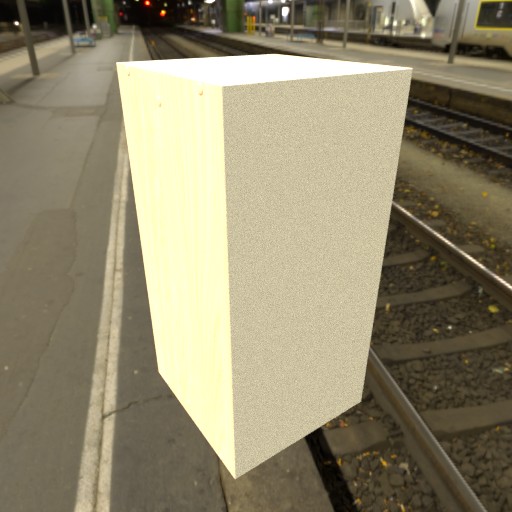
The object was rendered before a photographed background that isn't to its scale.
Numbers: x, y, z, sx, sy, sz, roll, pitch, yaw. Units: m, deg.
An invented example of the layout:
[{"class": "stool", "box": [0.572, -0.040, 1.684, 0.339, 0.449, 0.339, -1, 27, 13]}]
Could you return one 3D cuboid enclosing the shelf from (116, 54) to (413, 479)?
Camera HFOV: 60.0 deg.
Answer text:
[{"class": "shelf", "box": [0.000, 0.000, 0.748, 0.290, 0.594, 0.297, -18, 33, -30]}]
